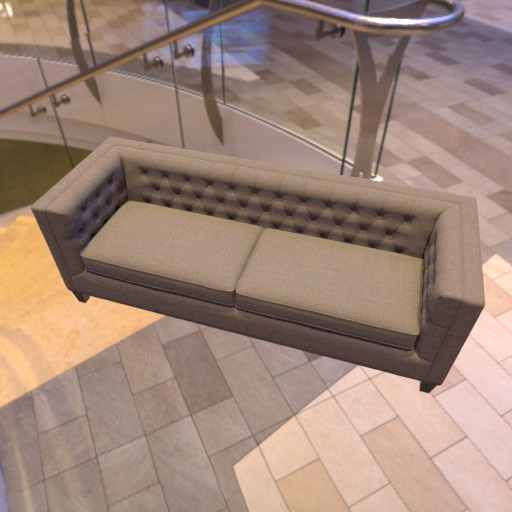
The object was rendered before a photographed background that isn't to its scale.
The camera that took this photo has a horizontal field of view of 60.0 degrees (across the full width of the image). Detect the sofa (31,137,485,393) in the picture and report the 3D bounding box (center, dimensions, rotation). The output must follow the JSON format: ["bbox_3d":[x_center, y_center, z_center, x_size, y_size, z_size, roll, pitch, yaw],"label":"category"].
[{"bbox_3d":[0.000,0.000,2.522,2.159,0.762,0.775,12,45,13],"label":"sofa"}]
